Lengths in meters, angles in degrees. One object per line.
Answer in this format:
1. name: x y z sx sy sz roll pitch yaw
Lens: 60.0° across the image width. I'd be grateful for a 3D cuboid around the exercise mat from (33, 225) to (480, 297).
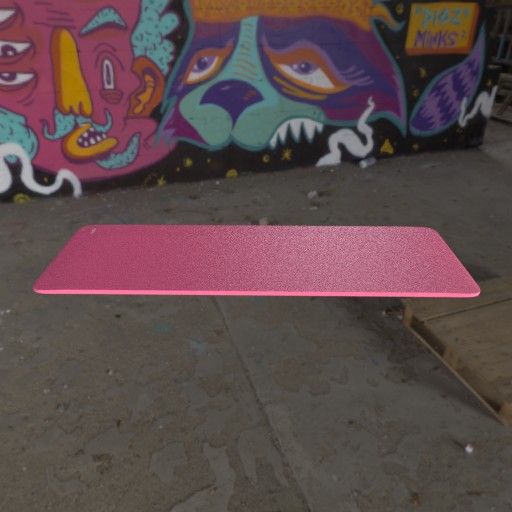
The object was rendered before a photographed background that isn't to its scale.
1. exercise mat: 0.000 0.000 2.092 1.884 0.021 0.616 0 30 1
